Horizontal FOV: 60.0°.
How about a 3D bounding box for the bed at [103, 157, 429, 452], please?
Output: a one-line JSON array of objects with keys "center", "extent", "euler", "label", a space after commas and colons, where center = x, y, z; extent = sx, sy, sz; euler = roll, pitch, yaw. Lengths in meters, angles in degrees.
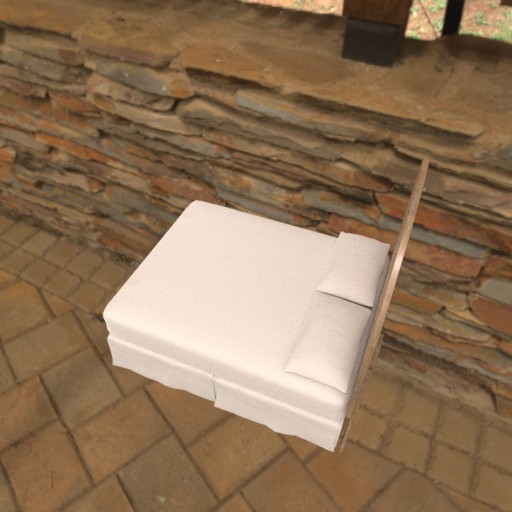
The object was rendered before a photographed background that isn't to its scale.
[{"center": [0.000, 0.000, 3.489], "extent": [2.112, 2.002, 1.713], "euler": [17, 48, 16], "label": "bed"}]
